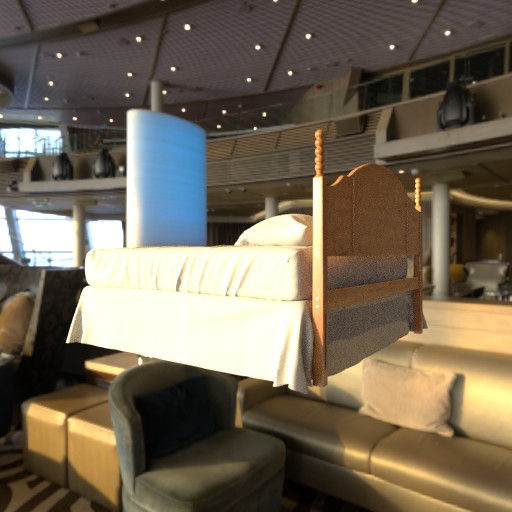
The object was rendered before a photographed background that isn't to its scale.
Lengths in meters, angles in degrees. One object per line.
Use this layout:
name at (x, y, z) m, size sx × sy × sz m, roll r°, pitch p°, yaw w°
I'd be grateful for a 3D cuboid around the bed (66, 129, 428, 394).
bed at (0.000, 0.000, 3.716) m, size 2.219 × 1.355 × 2.322 m, roll 0°, pitch 1°, yaw 35°
